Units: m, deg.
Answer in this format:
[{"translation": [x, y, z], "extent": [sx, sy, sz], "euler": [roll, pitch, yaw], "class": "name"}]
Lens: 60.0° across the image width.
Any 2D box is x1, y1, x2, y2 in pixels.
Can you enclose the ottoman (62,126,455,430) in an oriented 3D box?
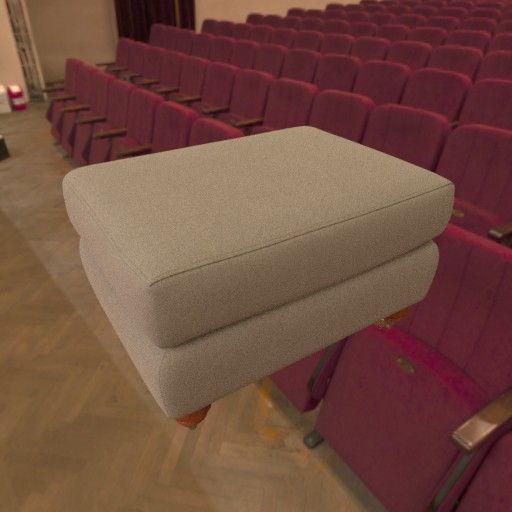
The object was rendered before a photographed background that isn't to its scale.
[{"translation": [0.000, 0.000, 1.129], "extent": [0.773, 0.499, 0.569], "euler": [-19, 36, -27], "class": "ottoman"}]
